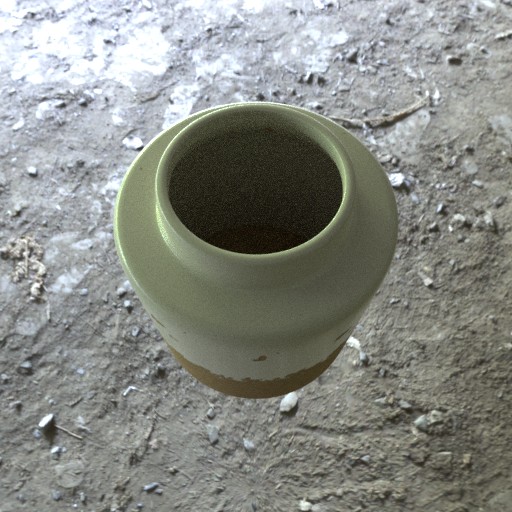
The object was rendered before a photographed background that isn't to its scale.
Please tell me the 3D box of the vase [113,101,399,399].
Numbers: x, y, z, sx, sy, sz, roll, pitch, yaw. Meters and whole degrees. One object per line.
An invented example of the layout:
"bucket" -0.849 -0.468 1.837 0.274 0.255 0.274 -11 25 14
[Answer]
"vase" 0.000 0.000 0.288 0.153 0.167 0.153 0 62 0
